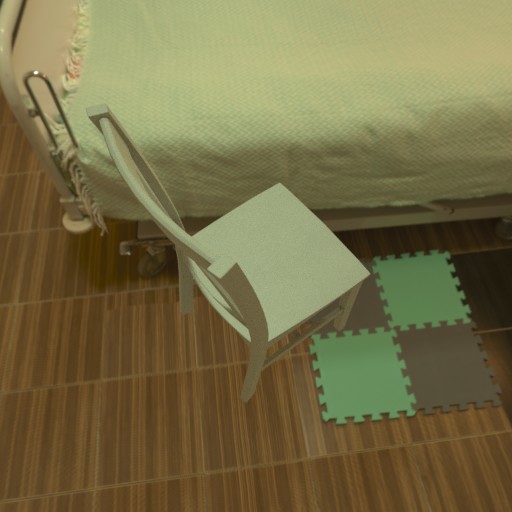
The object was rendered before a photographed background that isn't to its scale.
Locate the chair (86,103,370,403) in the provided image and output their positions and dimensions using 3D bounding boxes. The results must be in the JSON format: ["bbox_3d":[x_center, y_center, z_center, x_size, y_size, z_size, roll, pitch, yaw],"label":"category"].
[{"bbox_3d":[0.000,0.000,1.284,0.542,0.983,0.485,-32,64,-18],"label":"chair"}]
